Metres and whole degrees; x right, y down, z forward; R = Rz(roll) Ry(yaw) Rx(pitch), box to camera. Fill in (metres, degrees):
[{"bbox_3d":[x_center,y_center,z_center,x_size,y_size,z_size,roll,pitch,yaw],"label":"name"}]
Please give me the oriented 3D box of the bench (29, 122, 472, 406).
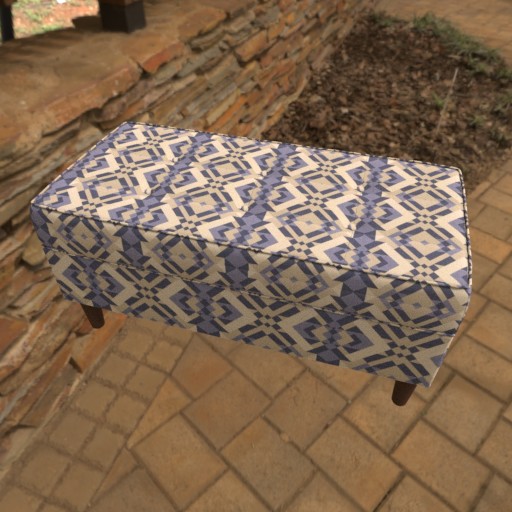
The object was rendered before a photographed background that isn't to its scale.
[{"bbox_3d":[0.000,0.000,1.257,1.016,0.477,0.492,11,43,12],"label":"bench"}]
